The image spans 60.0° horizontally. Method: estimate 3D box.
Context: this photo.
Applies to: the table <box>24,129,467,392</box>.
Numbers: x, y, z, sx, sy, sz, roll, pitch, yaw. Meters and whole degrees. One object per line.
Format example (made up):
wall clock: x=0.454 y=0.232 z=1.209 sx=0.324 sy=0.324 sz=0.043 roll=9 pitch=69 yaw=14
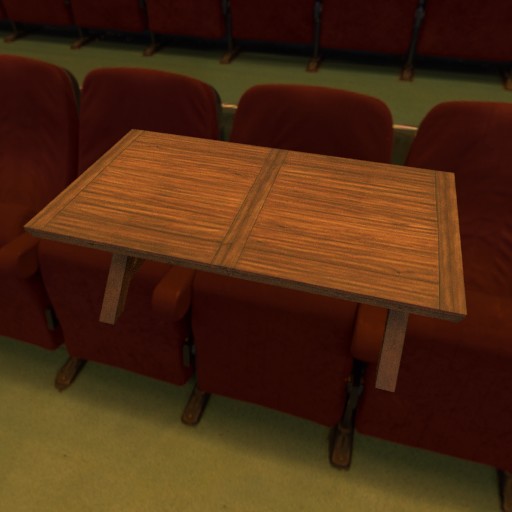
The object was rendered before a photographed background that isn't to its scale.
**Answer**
table: x=0.000 y=0.000 z=2.525 sx=1.966 sy=0.793 sz=1.071 roll=11 pitch=42 yaw=12
